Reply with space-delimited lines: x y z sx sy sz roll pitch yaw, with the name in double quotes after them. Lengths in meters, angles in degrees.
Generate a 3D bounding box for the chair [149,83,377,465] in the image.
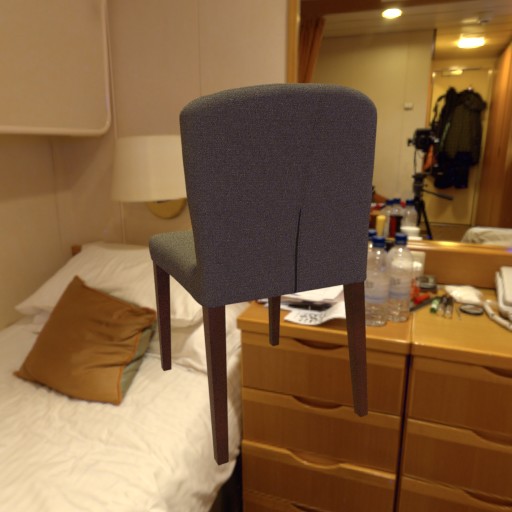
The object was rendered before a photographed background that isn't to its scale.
0.000 0.000 1.227 0.491 0.839 0.589 -7 16 -26 "chair"
